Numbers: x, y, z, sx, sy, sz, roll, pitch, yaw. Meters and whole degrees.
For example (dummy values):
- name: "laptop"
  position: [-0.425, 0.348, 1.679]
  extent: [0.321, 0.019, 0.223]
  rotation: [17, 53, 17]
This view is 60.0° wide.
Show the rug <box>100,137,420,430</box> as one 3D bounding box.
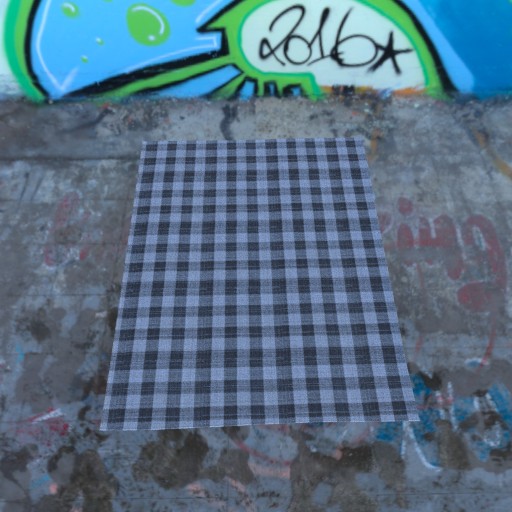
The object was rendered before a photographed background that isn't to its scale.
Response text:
- name: "rug"
  position: [0.000, 0.000, 4.134]
  extent: [2.432, 0.013, 3.021]
  rotation: [-1, 59, -1]
